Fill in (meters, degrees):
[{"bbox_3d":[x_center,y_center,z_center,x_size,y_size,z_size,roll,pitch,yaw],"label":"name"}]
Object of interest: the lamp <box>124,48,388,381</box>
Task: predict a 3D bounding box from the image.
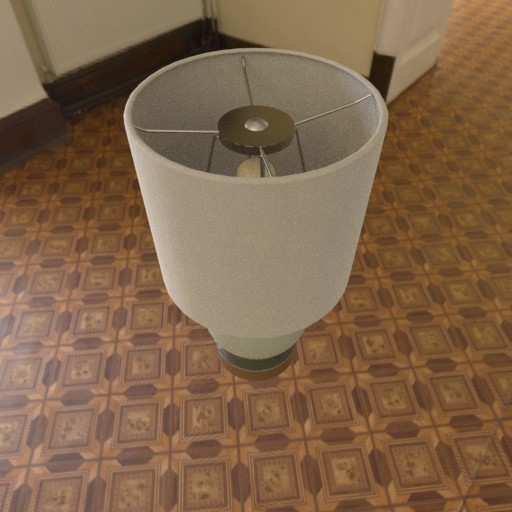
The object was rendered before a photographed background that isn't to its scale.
[{"bbox_3d":[0.000,0.000,0.471,0.201,0.353,0.201,-30,54,-25],"label":"lamp"}]
